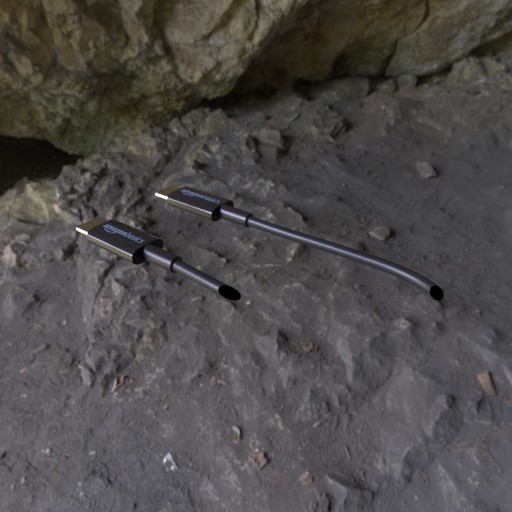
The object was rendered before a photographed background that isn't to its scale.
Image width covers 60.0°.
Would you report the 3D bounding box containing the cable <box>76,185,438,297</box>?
[{"bbox_3d":[0.000,0.000,0.113,0.098,0.005,0.041,21,38,30],"label":"cable"}]
